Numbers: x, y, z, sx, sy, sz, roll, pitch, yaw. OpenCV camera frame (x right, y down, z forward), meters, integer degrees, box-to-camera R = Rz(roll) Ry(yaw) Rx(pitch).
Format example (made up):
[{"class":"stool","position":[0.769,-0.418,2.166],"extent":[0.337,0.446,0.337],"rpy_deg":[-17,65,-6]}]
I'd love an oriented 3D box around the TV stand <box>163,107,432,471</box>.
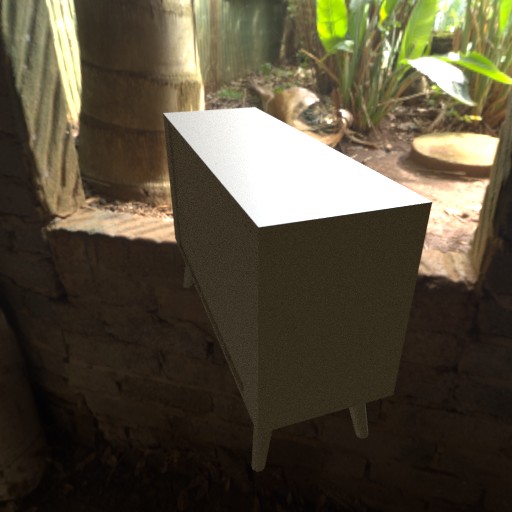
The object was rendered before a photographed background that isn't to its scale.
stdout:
[{"class":"TV stand","position":[0.000,0.000,1.602],"extent":[0.406,0.812,1.193],"rpy_deg":[-9,30,-17]}]
